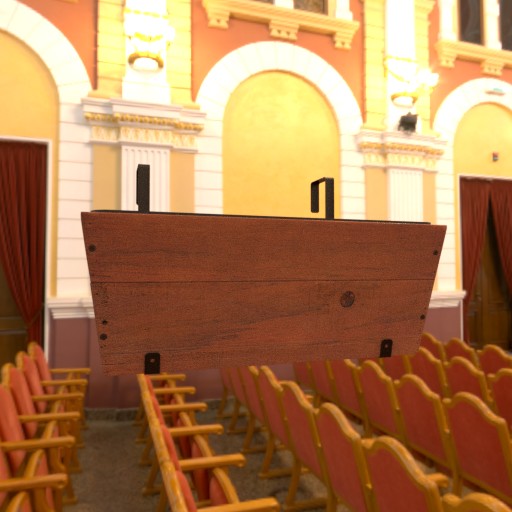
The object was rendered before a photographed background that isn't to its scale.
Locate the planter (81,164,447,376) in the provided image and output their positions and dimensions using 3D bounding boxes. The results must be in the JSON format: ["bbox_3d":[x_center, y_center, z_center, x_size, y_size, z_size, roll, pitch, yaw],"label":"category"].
[{"bbox_3d":[0.000,0.000,0.670,0.480,0.289,0.262,1,-2,-18],"label":"planter"}]
